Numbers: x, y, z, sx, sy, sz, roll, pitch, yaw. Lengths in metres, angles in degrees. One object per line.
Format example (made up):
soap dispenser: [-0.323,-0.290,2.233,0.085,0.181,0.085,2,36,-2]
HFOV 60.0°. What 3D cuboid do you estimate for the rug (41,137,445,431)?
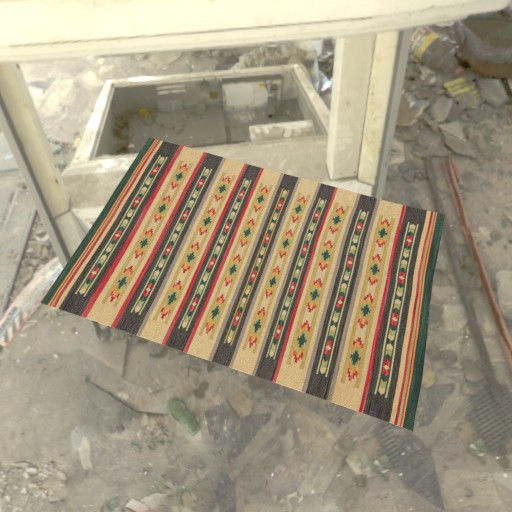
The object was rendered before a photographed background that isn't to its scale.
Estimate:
rug: [0.000,0.000,2.933,2.311,0.010,1.522,16,60,10]
